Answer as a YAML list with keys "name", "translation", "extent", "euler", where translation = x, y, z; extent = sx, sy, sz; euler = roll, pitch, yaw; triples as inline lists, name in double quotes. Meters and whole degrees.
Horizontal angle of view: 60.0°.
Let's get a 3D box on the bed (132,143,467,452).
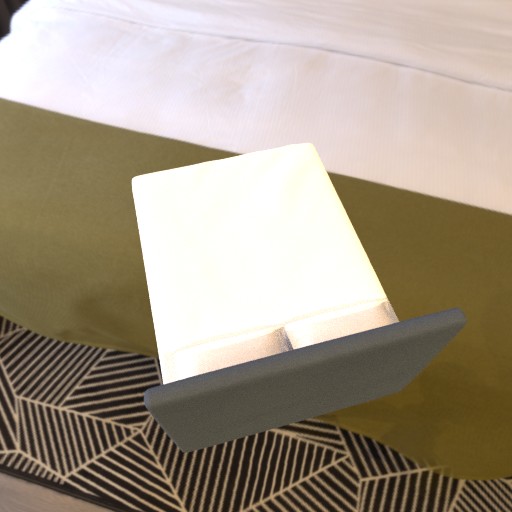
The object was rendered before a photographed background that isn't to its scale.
- name: "bed"
  translation: [0.000, 0.000, 3.219]
  extent: [1.713, 1.330, 2.162]
  euler: [-13, 58, -8]
